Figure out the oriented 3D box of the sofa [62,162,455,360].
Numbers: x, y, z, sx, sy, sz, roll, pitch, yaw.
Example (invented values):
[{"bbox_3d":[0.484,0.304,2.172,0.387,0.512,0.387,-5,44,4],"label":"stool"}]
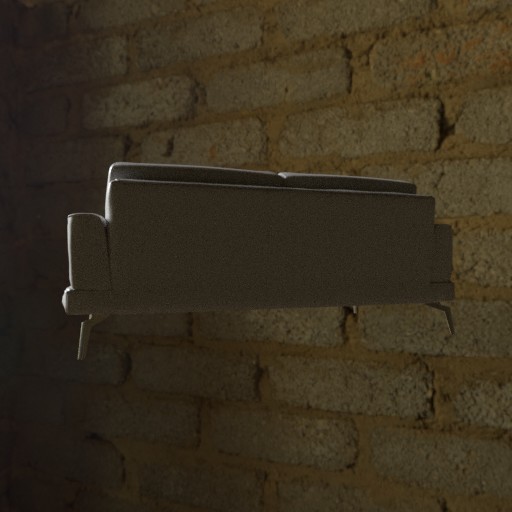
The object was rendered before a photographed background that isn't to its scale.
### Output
[{"bbox_3d":[0.000,0.000,2.779,2.177,0.930,1.121,0,0,-18],"label":"sofa"}]
